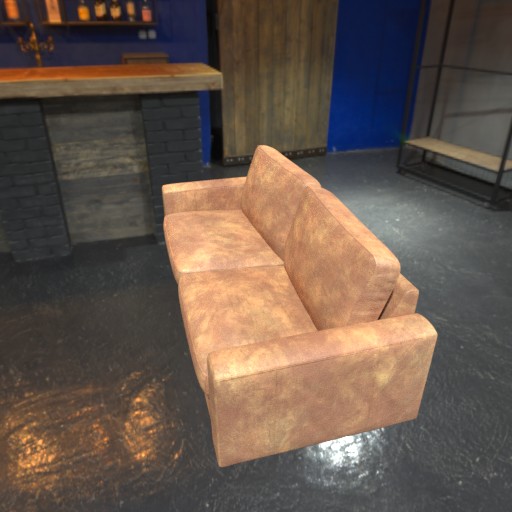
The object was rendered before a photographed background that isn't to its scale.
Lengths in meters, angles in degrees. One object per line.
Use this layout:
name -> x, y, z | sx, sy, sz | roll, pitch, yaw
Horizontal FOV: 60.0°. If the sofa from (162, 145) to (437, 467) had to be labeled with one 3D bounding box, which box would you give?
sofa -> 0.000, 0.000, 2.742 | 1.016, 0.873, 2.179 | -8, 30, -14
